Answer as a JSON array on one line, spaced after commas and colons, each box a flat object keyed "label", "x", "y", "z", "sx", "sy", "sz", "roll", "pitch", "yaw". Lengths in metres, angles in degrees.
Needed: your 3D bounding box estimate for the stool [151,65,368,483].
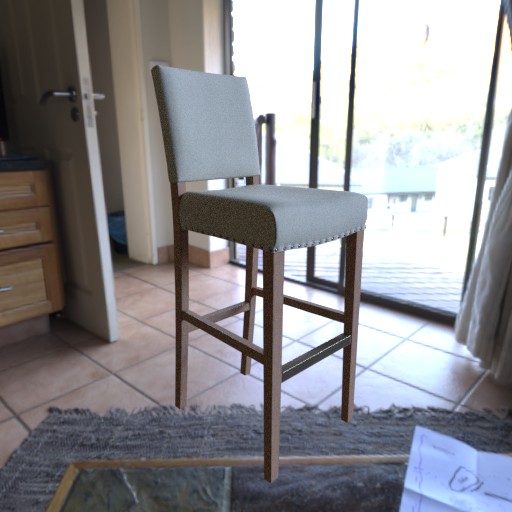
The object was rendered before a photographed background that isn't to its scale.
[{"label": "stool", "x": 0.000, "y": 0.000, "z": 1.417, "sx": 0.546, "sy": 1.143, "sz": 0.428, "roll": 14, "pitch": 20, "yaw": 43}]
